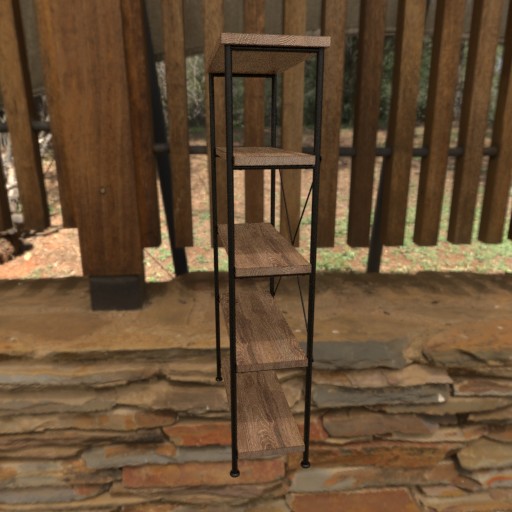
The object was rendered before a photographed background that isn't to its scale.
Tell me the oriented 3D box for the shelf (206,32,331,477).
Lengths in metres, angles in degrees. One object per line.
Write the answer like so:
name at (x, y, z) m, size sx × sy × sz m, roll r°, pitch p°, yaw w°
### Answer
shelf at (0.000, 0.000, 2.032) m, size 0.360 × 1.700 × 0.800 m, roll -3°, pitch 16°, yaw -9°
